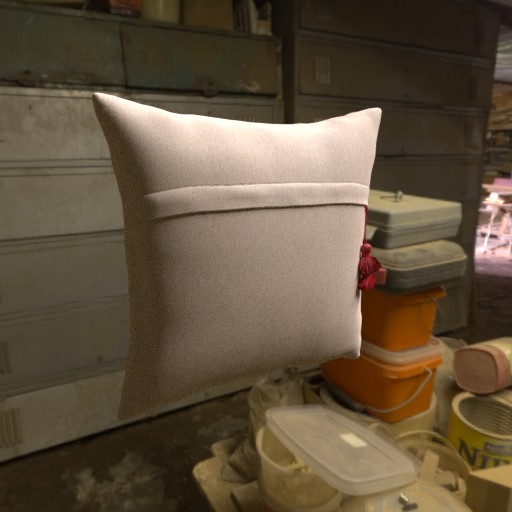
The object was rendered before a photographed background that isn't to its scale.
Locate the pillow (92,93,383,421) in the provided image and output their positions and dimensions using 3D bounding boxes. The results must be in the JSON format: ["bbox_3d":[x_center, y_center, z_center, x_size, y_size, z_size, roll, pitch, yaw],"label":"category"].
[{"bbox_3d":[0.000,0.000,0.662,0.433,0.436,0.173,-7,15,-27],"label":"pillow"}]
